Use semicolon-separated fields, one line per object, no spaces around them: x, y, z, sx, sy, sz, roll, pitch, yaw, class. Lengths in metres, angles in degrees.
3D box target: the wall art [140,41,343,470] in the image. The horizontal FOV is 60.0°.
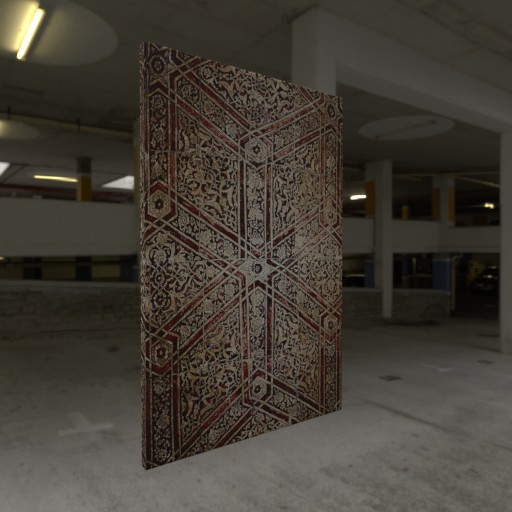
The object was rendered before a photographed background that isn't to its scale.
0.000;0.000;1.122;0.599;0.904;0.030;-1;1;-36;wall art
